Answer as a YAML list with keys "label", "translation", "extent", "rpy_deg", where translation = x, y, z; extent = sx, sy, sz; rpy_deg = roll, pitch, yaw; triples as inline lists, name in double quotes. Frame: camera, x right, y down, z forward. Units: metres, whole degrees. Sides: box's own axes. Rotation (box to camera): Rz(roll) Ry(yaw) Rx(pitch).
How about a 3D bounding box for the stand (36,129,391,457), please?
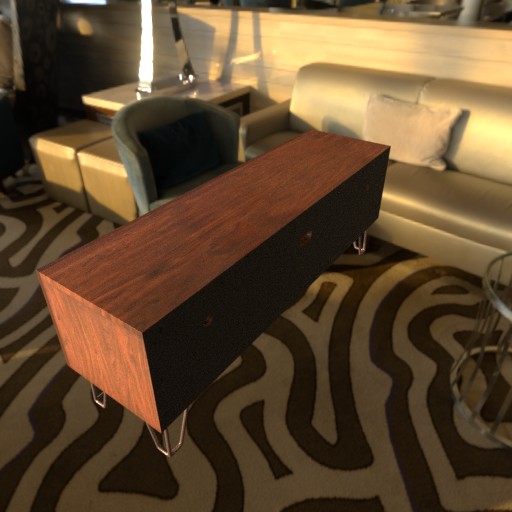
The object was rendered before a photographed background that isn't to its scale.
- label: "stand"
  translation: [0.000, 0.000, 1.923]
  extent: [0.481, 0.610, 1.626]
  rpy_deg: [22, 39, 29]
